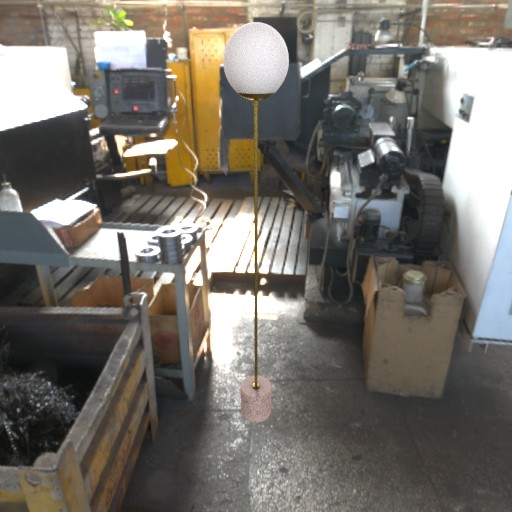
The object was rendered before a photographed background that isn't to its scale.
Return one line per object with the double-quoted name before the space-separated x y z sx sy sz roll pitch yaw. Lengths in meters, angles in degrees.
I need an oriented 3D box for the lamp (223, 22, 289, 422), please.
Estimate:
"lamp" 0.000 0.000 1.872 0.229 1.748 0.229 -17 30 -31
